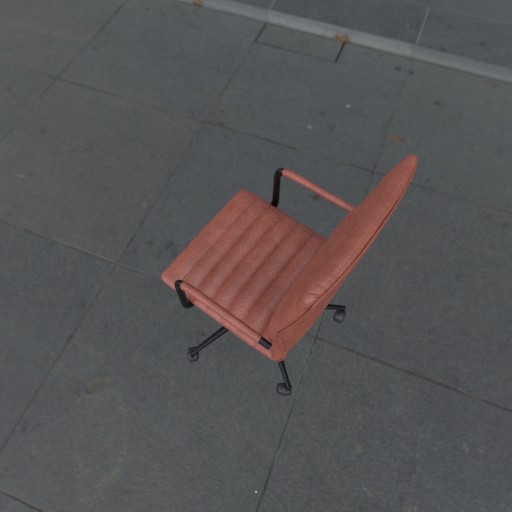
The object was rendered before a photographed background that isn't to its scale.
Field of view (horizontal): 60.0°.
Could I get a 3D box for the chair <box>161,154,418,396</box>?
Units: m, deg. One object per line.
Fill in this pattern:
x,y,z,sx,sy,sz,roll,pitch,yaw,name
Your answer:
0.000,0.000,1.284,0.578,0.878,0.600,33,67,16,chair
